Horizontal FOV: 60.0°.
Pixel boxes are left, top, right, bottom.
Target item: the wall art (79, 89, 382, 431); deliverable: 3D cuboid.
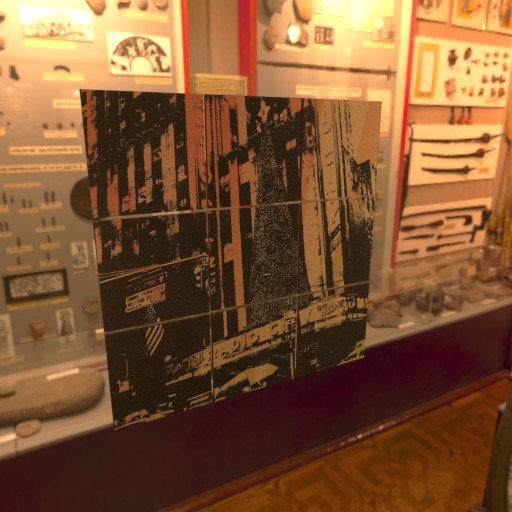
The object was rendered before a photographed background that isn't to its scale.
[{"bbox_3d":[0.000,0.000,1.789,1.216,1.216,0.013,-8,18,-27],"label":"wall art"}]
